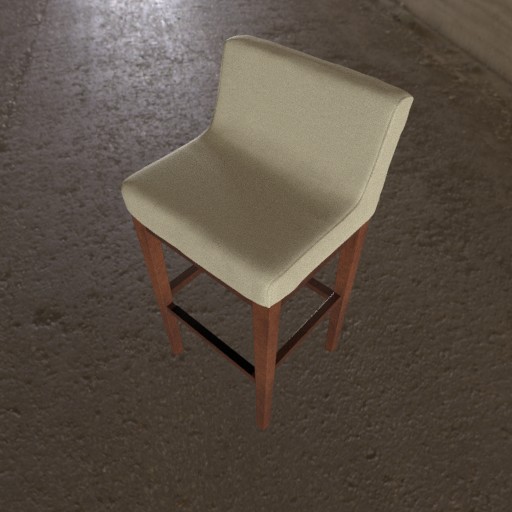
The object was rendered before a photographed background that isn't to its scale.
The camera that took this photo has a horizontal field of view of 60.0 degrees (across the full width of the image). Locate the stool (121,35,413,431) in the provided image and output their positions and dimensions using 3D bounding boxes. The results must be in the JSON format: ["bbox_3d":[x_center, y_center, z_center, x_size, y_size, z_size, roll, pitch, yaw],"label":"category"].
[{"bbox_3d":[0.000,0.000,1.318,0.511,1.037,0.500,33,55,27],"label":"stool"}]
